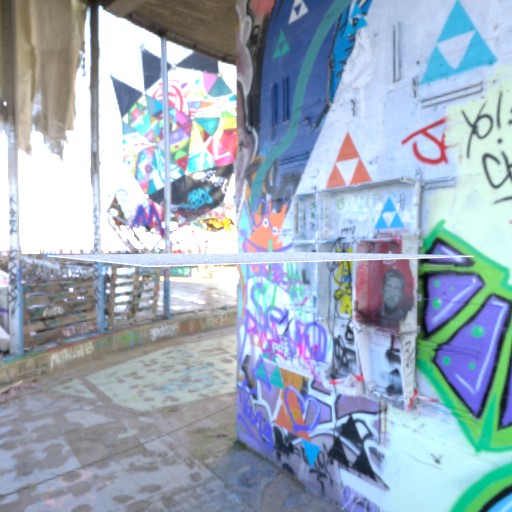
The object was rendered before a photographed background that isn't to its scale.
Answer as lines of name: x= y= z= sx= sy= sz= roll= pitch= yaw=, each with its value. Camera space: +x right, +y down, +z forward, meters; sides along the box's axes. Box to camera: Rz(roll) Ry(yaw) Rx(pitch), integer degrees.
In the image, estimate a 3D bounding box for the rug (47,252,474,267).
rug: x=0.000 y=0.000 z=3.942 sx=2.980 sy=0.012 sz=2.363 roll=-1 pitch=2 yaw=-36
